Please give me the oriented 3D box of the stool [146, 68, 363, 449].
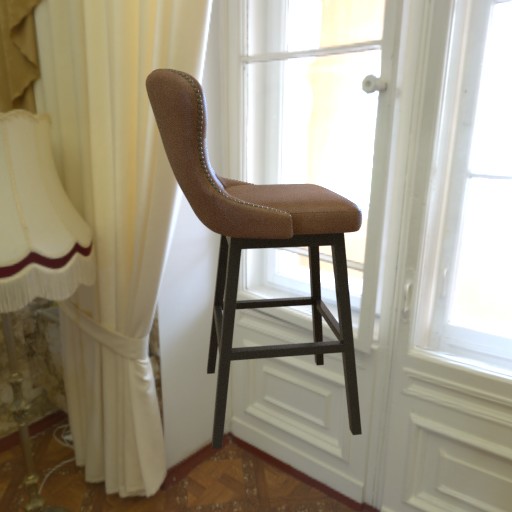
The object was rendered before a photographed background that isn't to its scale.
[{"bbox_3d":[0.000,0.000,1.389,0.601,1.050,0.528,-2,17,-8],"label":"stool"}]
